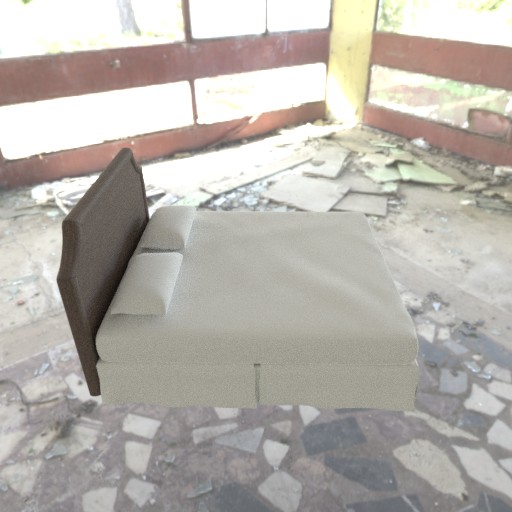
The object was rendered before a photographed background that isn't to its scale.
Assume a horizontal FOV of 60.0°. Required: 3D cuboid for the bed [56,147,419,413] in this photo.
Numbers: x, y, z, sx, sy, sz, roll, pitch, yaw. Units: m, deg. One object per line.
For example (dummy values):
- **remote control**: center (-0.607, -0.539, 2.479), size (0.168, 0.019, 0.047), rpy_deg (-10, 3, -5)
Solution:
- **bed**: center (0.000, 0.000, 4.254), size (2.773, 1.590, 2.350), rpy_deg (0, 32, 1)
